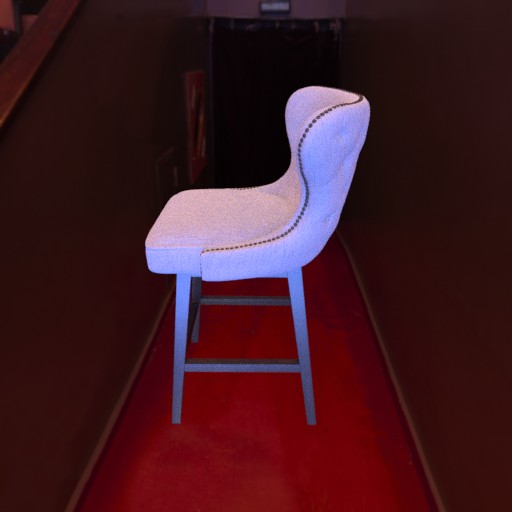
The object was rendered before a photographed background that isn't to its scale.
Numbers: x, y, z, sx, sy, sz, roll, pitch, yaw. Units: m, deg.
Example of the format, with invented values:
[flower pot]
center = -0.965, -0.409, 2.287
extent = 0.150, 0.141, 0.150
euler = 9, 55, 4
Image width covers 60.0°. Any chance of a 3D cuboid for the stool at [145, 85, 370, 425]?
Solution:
[stool]
center = 0.000, 0.000, 1.402
extent = 0.597, 0.972, 0.615
euler = 0, 25, 1
